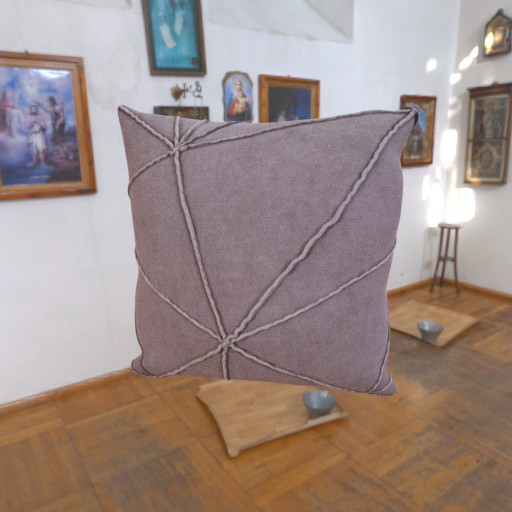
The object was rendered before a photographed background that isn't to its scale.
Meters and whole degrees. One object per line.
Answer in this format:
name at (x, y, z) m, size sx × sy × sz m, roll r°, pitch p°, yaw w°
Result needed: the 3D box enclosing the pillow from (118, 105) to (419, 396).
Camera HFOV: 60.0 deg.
pillow at (0.000, 0.000, 0.667) m, size 0.439 × 0.440 × 0.185 m, roll 2°, pitch 13°, yaw 10°
